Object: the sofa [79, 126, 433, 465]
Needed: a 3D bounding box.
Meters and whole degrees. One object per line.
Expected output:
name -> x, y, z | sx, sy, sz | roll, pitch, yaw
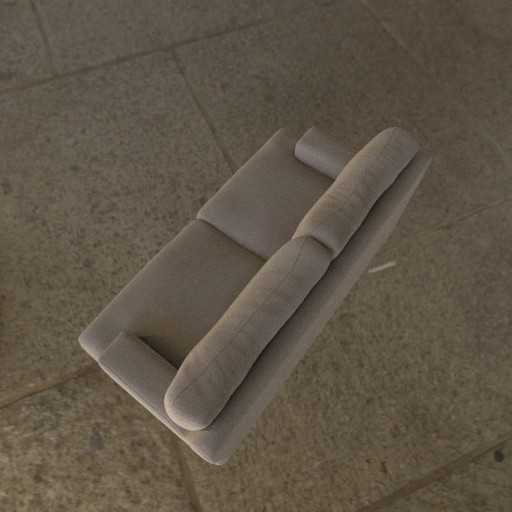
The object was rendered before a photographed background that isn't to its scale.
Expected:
sofa -> 0.000, 0.000, 2.377 | 0.962, 0.980, 1.855 | 34, 68, 16
